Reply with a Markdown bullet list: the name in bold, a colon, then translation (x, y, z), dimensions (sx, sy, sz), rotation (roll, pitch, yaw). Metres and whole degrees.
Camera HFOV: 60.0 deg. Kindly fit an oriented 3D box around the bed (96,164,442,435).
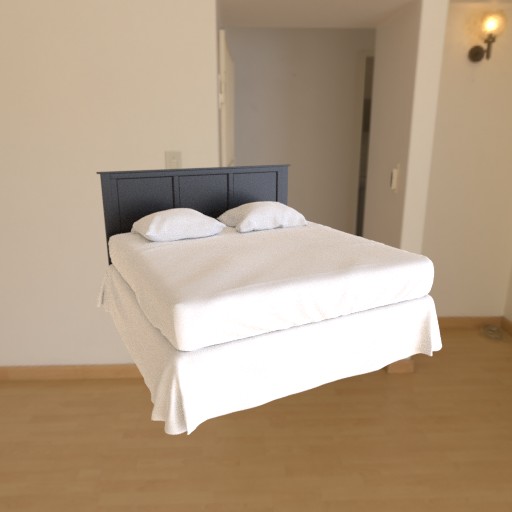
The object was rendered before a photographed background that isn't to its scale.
- **bed**: translation (0.000, 0.000, 3.632), dimensions (2.315, 1.271, 2.219), rotation (-8, 18, -26)
